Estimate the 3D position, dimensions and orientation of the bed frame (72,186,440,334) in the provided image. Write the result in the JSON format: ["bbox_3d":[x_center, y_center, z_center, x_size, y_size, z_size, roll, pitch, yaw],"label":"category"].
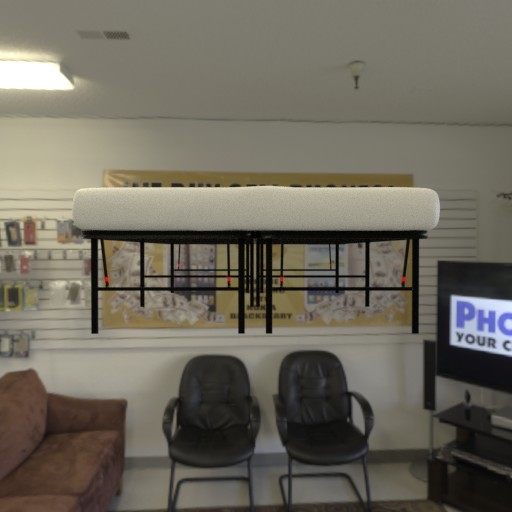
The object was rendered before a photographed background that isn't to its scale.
[{"bbox_3d":[0.000,0.000,2.913,1.584,0.667,2.151,0,1,0],"label":"bed frame"}]
